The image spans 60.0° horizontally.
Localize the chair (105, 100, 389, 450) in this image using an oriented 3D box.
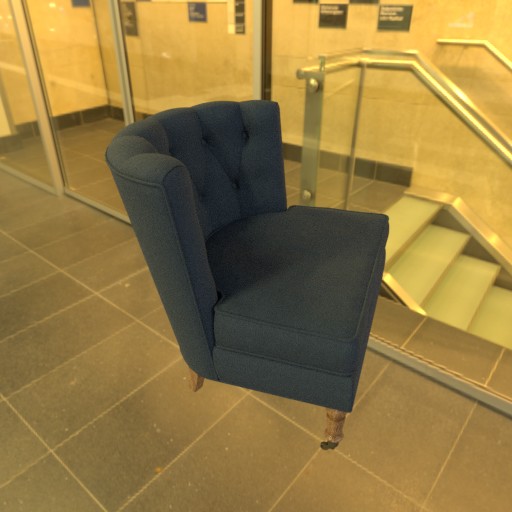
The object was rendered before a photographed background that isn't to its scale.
[{"bbox_3d":[0.000,0.000,1.319,0.718,0.771,0.740,11,32,17],"label":"chair"}]
